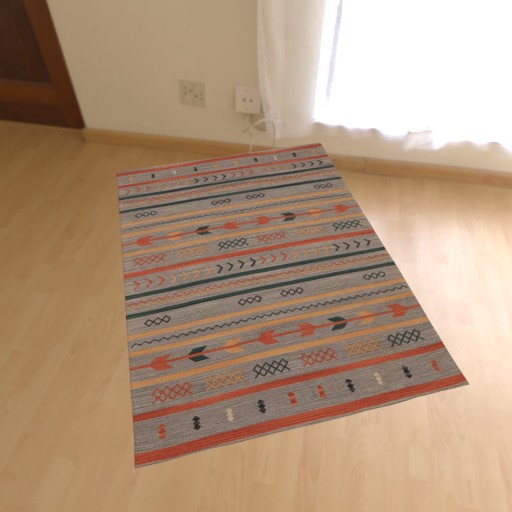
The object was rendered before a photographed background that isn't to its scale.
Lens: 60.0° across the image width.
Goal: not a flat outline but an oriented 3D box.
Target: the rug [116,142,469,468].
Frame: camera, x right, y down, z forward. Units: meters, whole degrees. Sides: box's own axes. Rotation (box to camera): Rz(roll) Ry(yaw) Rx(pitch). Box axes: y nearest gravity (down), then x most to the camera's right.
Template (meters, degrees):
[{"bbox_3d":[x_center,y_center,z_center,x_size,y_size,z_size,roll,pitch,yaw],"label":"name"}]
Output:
[{"bbox_3d":[0.000,0.000,3.836,2.263,0.022,3.029,-10,48,-9],"label":"rug"}]
